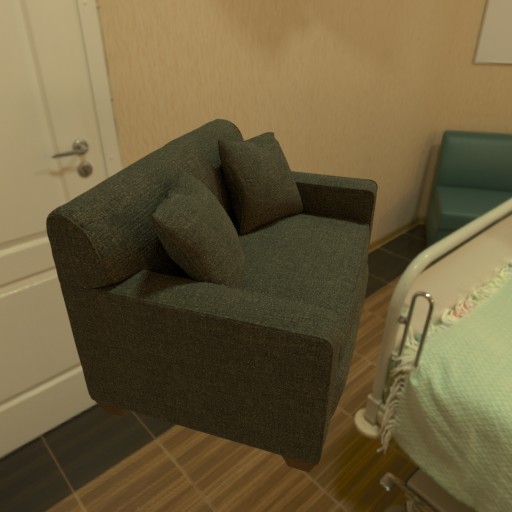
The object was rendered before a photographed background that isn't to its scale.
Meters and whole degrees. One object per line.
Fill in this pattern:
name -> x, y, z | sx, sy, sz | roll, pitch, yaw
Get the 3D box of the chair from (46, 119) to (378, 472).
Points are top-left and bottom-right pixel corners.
chair -> 0.000, 0.000, 2.031 | 1.000, 0.948, 1.383 | 10, 31, 16
